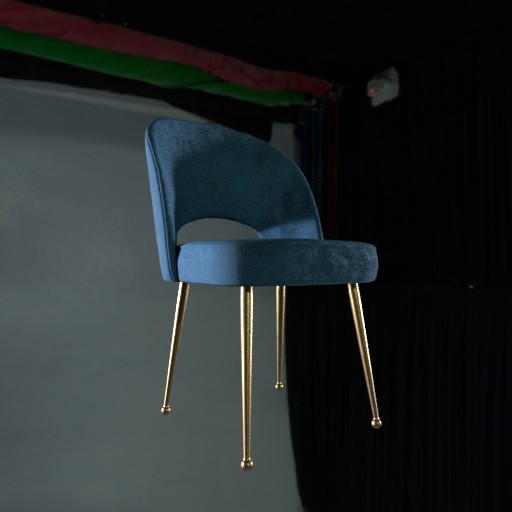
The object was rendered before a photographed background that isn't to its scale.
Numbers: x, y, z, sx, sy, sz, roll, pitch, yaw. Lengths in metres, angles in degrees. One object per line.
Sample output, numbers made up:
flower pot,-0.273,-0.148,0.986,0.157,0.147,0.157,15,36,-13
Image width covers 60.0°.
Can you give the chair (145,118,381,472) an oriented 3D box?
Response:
chair,0.000,0.000,1.203,0.527,0.860,0.577,0,-1,-35
